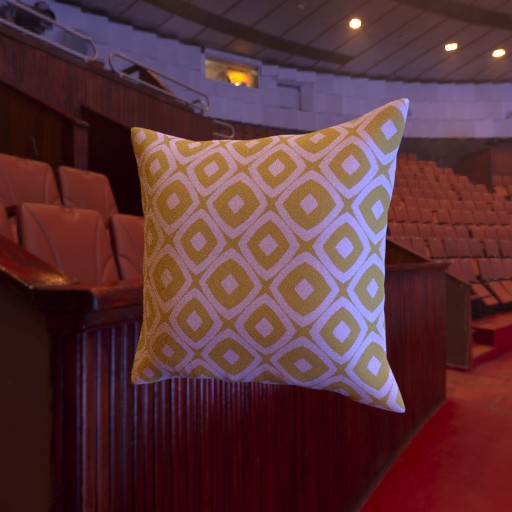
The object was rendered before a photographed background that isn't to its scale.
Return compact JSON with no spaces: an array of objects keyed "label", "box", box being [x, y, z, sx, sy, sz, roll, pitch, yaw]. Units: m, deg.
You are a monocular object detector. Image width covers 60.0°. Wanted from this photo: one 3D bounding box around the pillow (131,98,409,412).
[{"label":"pillow","box":[0.000,0.000,0.775,0.504,0.494,0.188,0,1,18]}]
